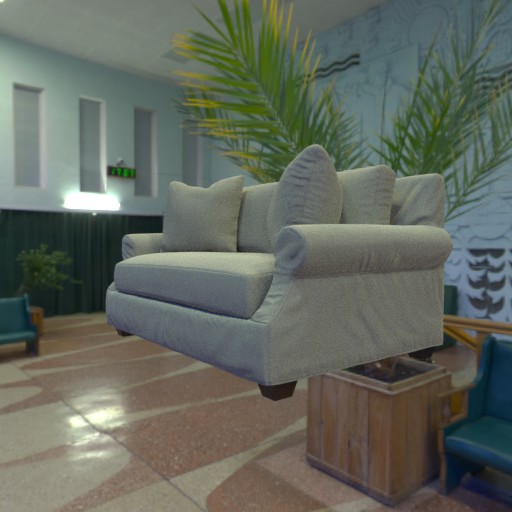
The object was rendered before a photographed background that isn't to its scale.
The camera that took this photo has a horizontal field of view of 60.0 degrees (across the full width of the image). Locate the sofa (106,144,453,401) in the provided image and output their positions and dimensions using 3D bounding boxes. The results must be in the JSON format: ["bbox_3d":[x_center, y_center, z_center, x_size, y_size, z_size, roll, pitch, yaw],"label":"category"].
[{"bbox_3d":[0.000,0.000,2.234,1.070,0.905,1.550,-1,2,-38],"label":"sofa"}]
